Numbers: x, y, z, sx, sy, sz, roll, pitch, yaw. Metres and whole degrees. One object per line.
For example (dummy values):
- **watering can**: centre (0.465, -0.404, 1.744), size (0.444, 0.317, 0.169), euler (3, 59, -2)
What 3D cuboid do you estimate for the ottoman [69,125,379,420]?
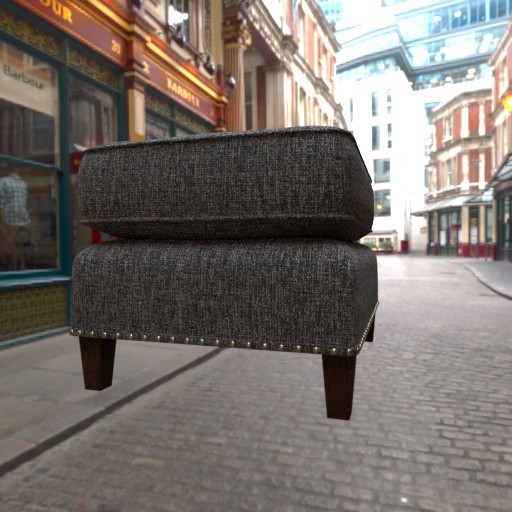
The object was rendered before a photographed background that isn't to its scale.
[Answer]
- **ottoman**: centre (0.000, 0.000, 1.148), size (0.589, 0.537, 0.738), euler (0, 1, 18)
